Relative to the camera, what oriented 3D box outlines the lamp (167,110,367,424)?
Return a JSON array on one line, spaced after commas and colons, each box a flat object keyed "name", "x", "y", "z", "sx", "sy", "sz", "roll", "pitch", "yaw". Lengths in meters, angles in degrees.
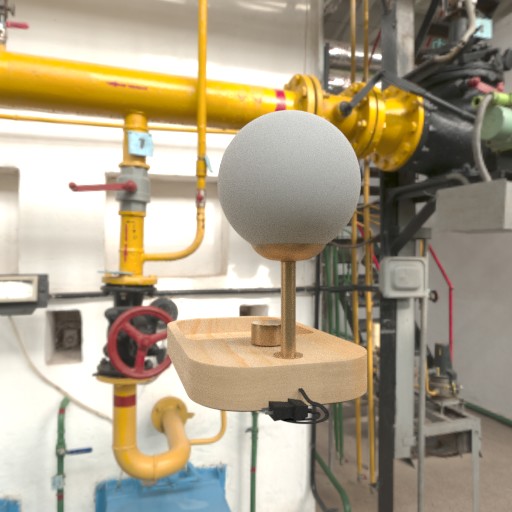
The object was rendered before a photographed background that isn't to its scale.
[{"name": "lamp", "x": 0.000, "y": 0.000, "z": 0.491, "sx": 0.173, "sy": 0.253, "sz": 0.331, "roll": 0, "pitch": 0, "yaw": -17}]
